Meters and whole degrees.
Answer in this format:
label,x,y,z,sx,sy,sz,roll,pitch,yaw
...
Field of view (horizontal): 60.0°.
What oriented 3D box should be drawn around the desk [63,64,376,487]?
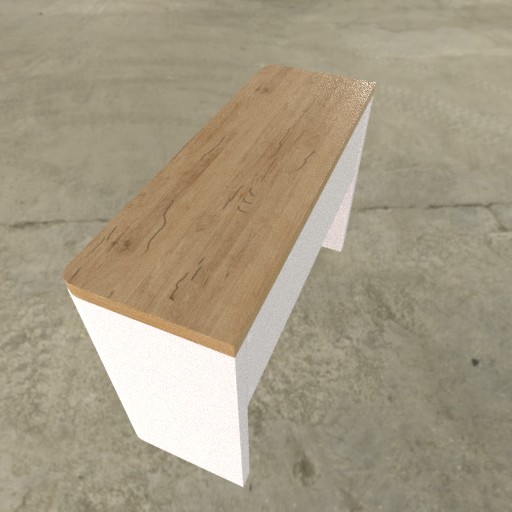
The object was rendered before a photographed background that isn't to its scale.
label,x,y,z,sx,sy,sz,roll,pitch,yaw
desk,0.000,0.000,1.436,0.390,0.760,1.100,17,48,16
